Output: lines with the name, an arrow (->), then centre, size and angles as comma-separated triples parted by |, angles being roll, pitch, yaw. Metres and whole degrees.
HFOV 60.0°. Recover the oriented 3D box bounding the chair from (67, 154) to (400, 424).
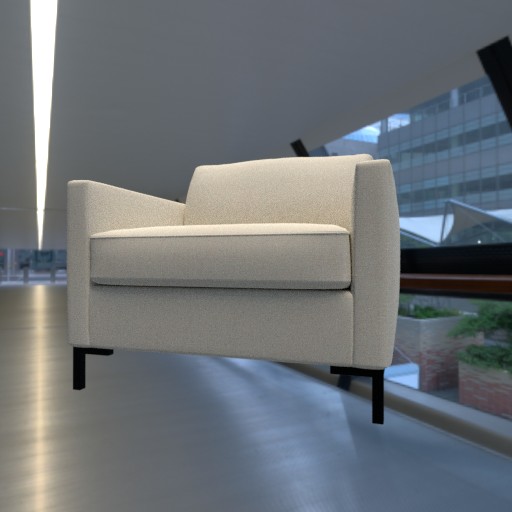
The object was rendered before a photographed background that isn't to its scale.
chair -> 0.000, 0.000, 1.565 | 0.964, 0.806, 0.875 | 0, 0, 18
